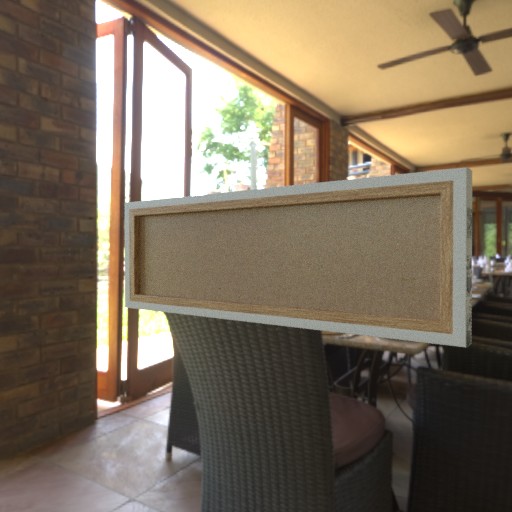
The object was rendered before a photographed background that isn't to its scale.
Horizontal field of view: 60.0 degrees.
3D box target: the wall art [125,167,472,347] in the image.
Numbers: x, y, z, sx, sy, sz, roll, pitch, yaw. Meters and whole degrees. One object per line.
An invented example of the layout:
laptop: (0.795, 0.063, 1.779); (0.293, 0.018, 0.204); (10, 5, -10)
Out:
wall art: (0.000, 0.000, 0.864); (0.763, 0.255, 0.038); (0, 1, 36)
